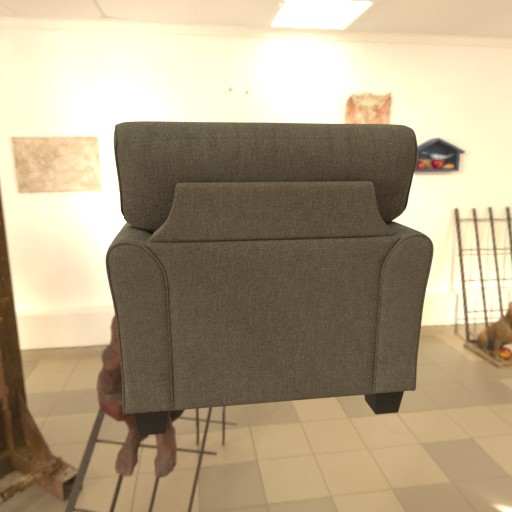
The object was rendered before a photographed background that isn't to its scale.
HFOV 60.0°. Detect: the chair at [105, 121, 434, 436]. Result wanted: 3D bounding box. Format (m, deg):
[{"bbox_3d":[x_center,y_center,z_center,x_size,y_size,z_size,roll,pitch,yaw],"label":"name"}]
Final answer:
[{"bbox_3d":[0.000,0.000,1.604,0.941,0.890,0.816,-2,13,-8],"label":"chair"}]
